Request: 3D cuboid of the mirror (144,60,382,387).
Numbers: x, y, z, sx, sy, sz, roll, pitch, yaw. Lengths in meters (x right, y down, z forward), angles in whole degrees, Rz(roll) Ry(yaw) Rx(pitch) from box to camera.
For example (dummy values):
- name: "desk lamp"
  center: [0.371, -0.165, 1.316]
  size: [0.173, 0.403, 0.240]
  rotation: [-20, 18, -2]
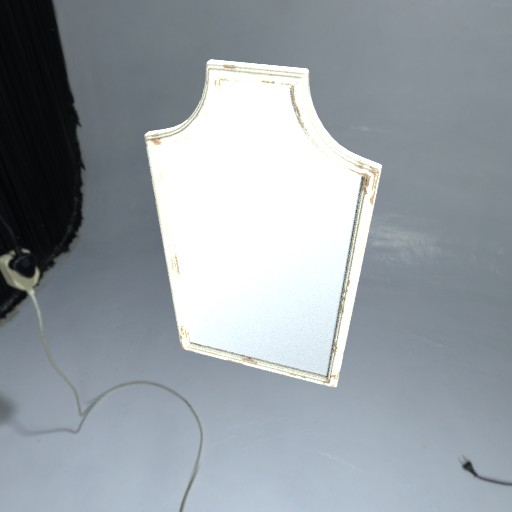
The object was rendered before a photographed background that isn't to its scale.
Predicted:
- name: "mirror"
  center: [0.000, 0.000, 0.872]
  size: [0.403, 0.717, 0.022]
  rotation: [11, 42, 13]
